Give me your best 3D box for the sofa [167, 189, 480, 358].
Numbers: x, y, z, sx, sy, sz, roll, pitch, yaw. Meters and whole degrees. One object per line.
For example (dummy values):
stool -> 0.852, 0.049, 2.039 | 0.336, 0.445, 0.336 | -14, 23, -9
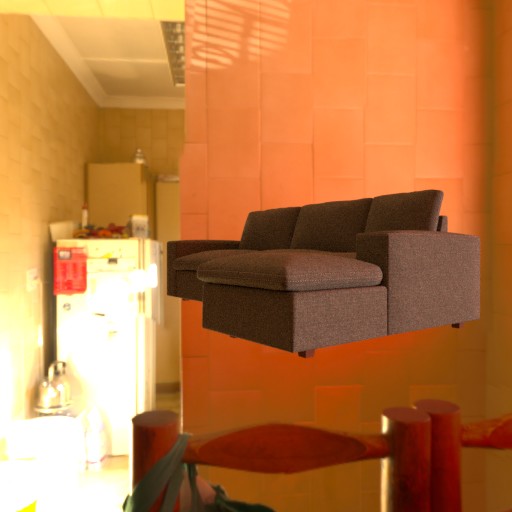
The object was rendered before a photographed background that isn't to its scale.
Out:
sofa -> 0.000, 0.000, 3.519 | 1.689, 0.940, 2.718 | 0, 1, -37
